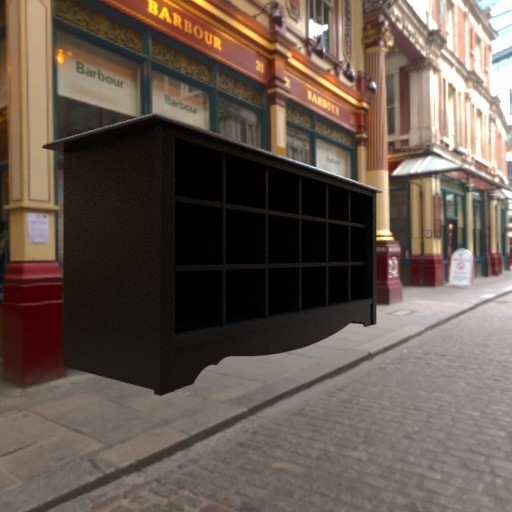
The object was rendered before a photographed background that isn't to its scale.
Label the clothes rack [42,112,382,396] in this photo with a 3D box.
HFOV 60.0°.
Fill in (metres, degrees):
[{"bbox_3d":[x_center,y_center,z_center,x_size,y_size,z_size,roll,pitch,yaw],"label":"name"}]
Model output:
[{"bbox_3d":[0.000,0.000,1.456,0.406,0.556,1.219,0,0,36],"label":"clothes rack"}]
